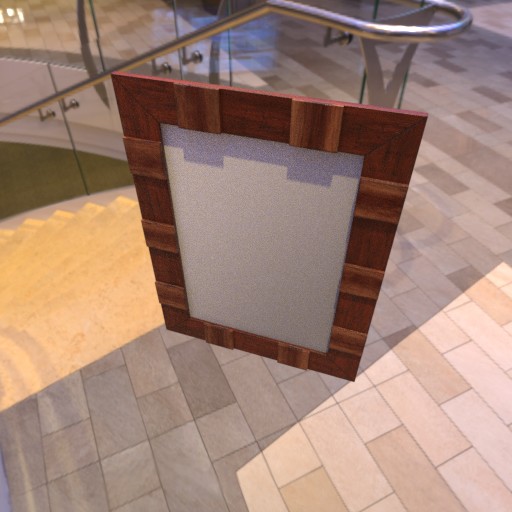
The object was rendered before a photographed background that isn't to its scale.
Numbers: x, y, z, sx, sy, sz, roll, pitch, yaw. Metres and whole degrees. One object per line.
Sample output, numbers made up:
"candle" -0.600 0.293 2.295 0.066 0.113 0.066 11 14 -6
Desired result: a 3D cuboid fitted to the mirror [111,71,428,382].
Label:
"mirror" 0.000 0.000 1.075 0.600 0.805 0.021 13 44 13
